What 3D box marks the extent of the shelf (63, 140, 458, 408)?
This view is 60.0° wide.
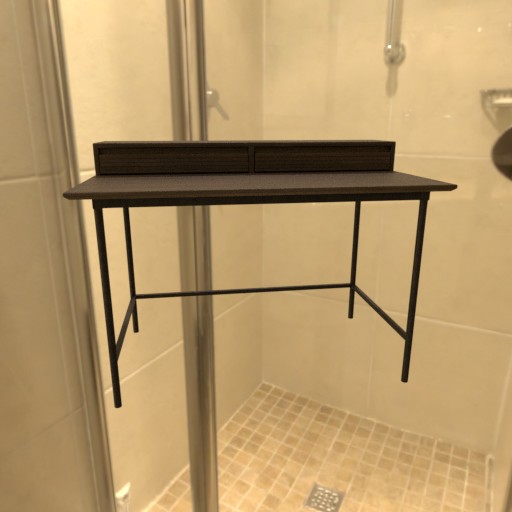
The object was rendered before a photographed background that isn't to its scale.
[{"bbox_3d":[0.000,0.000,1.756,1.212,0.865,0.685,-2,17,-8],"label":"shelf"}]
